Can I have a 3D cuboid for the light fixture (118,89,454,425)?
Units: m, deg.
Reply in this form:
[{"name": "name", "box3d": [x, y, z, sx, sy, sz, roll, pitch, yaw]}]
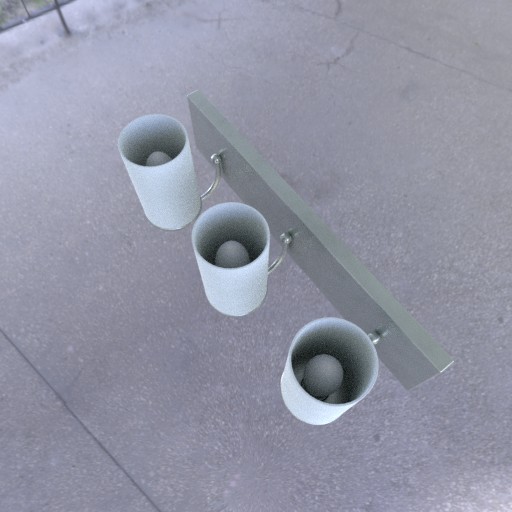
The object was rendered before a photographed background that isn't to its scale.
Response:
[{"name": "light fixture", "box3d": [0.000, 0.000, 0.534, 0.145, 0.172, 0.451, -34, 68, -15]}]
